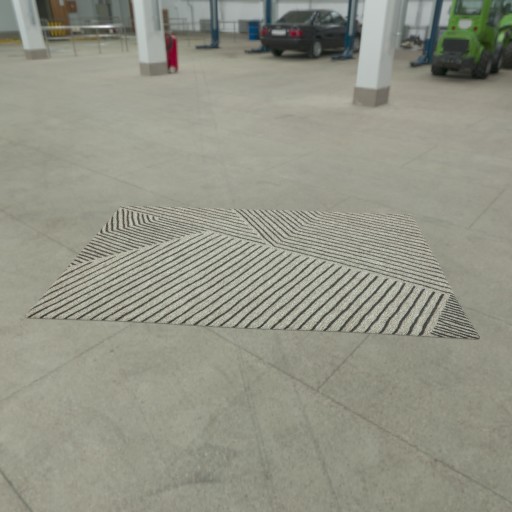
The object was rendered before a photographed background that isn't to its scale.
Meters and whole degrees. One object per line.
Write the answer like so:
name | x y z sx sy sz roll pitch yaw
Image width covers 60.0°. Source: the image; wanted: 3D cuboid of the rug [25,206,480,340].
rug | 0.000 0.000 2.989 2.406 0.023 1.539 2 30 4
